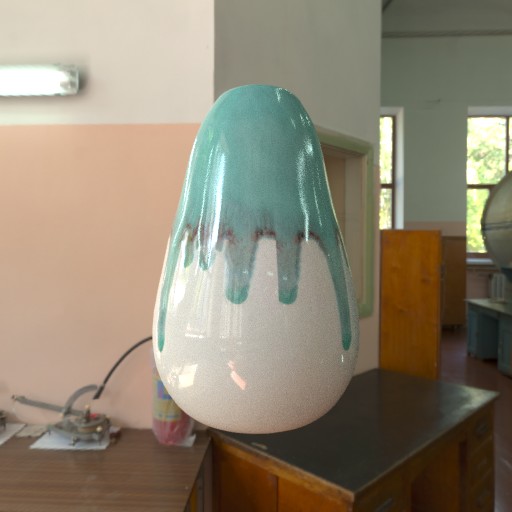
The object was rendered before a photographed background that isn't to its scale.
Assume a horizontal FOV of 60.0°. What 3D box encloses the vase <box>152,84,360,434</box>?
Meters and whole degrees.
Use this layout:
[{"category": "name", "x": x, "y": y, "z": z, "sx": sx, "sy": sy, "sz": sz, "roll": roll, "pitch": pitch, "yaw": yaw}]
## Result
[{"category": "vase", "x": 0.000, "y": 0.000, "z": 0.254, "sx": 0.116, "sy": 0.179, "sz": 0.116, "roll": 0, "pitch": 1, "yaw": 0}]
